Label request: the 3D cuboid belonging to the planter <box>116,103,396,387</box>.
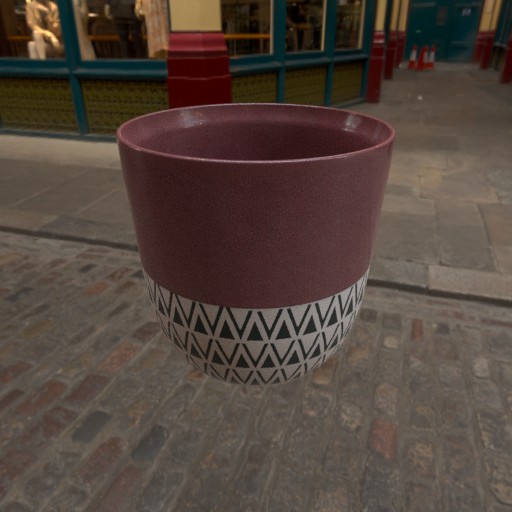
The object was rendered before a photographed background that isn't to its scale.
[{"bbox_3d":[0.000,0.000,0.369,0.195,0.214,0.195,0,28,0],"label":"planter"}]
